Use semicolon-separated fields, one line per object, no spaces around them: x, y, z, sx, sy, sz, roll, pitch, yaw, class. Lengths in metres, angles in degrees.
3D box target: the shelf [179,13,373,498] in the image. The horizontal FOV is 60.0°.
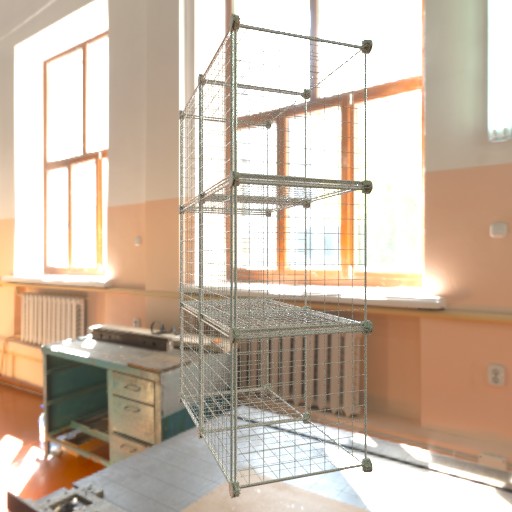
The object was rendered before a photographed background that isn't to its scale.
0.000;0.000;1.357;0.356;1.067;0.711;0;0;-19;shelf
